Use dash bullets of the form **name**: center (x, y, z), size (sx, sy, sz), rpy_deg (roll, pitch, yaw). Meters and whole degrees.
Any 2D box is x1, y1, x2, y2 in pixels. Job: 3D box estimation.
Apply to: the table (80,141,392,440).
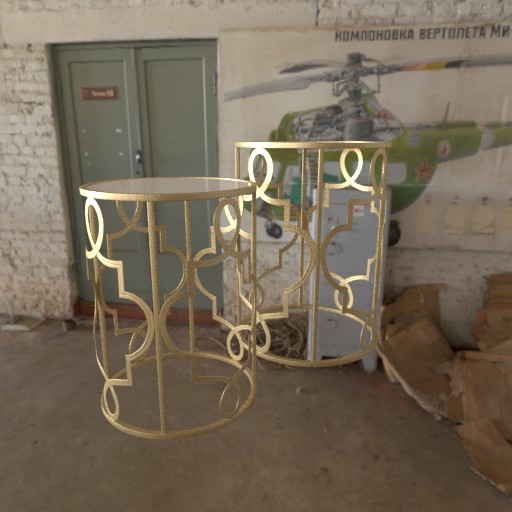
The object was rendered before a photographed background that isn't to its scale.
- **table**: center (0.000, 0.000, 1.136), size (0.846, 0.564, 0.420), rpy_deg (-14, 20, -42)
